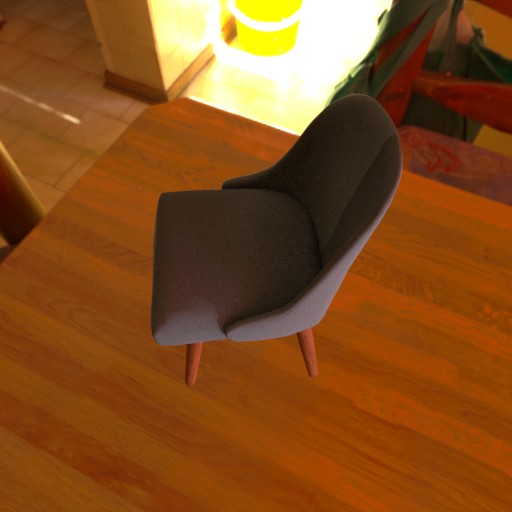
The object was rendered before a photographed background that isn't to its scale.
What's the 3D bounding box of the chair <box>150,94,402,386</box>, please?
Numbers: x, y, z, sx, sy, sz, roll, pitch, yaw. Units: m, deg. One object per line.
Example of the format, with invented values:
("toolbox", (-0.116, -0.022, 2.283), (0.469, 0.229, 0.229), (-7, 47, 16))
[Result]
("chair", (0.000, 0.000, 1.270), (0.589, 0.882, 0.503), (-3, 58, -2))
